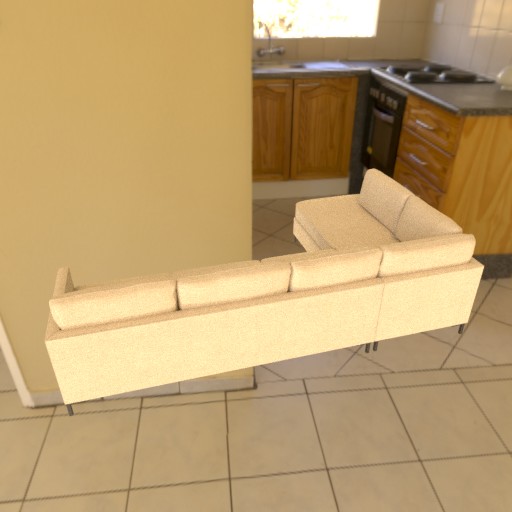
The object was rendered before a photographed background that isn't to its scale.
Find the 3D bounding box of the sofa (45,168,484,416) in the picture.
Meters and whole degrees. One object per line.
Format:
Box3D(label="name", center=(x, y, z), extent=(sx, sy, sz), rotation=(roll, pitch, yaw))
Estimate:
Box3D(label="sofa", center=(0.000, 0.000, 4.186), extent=(3.384, 0.996, 2.048), rotation=(-8, 32, -13))
